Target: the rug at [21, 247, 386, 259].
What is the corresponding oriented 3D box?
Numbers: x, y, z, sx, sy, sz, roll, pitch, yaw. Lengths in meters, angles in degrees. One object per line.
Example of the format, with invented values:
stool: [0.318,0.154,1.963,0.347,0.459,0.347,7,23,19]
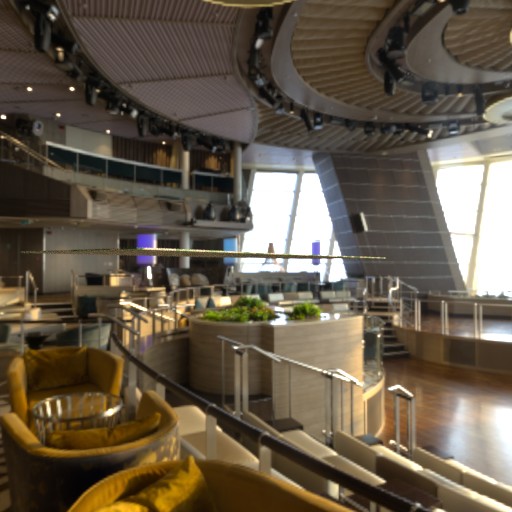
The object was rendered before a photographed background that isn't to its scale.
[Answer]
rug: [0.000,0.000,2.681,0.761,0.006,2.438,-1,-1,35]
